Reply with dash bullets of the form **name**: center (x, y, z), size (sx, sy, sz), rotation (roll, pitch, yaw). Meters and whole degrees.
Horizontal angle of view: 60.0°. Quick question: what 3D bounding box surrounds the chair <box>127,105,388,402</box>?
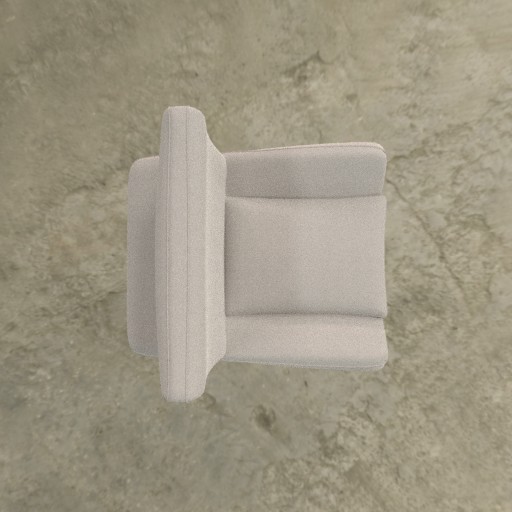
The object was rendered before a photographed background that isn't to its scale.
- **chair**: center (0.000, 0.000, 1.660), size (1.008, 0.855, 0.859), rotation (0, 89, -1)
